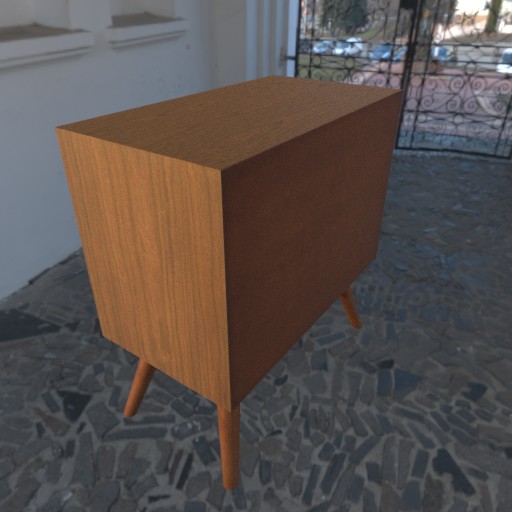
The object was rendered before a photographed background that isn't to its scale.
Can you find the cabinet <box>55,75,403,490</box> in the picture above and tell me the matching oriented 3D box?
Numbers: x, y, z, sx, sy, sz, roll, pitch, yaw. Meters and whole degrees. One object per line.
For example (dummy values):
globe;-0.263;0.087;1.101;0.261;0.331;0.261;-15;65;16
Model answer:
cabinet;0.000;0.000;1.136;0.388;0.748;0.712;20;36;30
